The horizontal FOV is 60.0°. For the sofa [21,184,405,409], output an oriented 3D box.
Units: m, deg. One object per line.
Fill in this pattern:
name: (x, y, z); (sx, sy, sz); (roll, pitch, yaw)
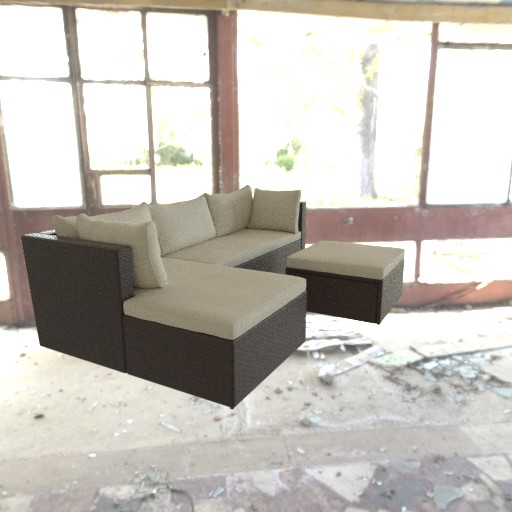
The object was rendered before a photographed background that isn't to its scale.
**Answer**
sofa: (0.000, 0.000, 2.925); (1.612, 0.766, 2.192); (7, 15, 28)
